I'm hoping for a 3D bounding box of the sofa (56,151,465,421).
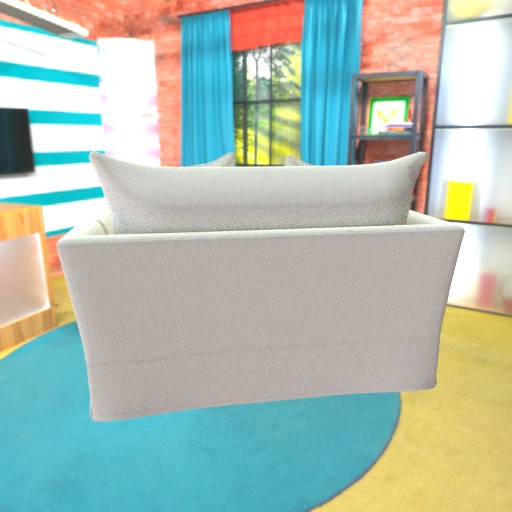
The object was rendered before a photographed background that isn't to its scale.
[{"bbox_3d":[0.000,0.000,2.210,1.608,1.039,1.026,-2,15,-9],"label":"sofa"}]
